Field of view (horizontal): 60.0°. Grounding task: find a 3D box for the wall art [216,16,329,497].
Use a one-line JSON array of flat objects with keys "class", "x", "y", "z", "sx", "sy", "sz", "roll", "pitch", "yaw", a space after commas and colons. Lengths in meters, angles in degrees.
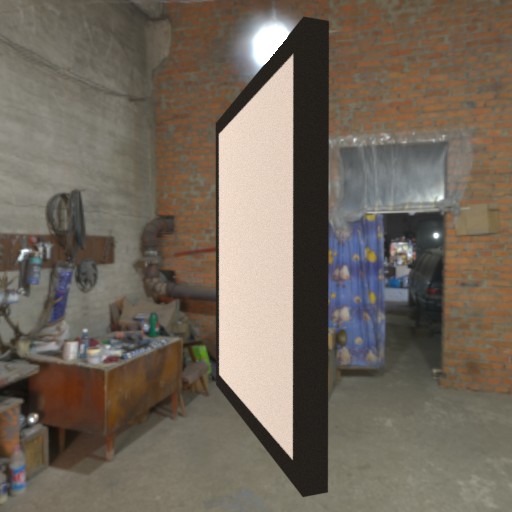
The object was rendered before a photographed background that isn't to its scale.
[{"class": "wall art", "x": 0.000, "y": 0.000, "z": 0.532, "sx": 0.024, "sy": 0.404, "sz": 0.329, "roll": 0, "pitch": 1, "yaw": -18}]
